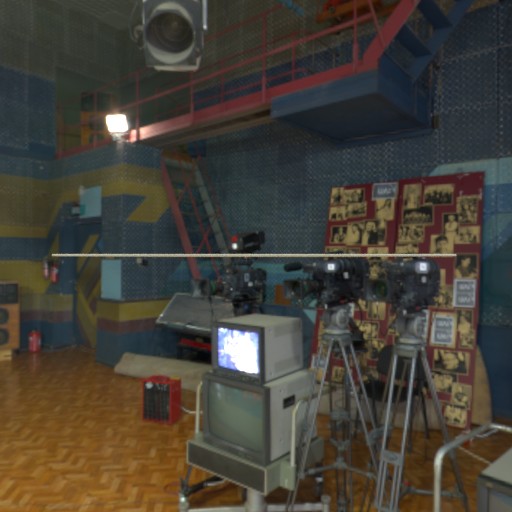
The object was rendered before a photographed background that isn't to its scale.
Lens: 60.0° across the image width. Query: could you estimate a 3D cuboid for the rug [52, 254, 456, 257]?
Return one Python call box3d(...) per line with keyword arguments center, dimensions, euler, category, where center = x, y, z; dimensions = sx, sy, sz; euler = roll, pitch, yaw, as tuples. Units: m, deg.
box3d(center=(0.000, 0.000, 2.121), dimensions=(1.143, 0.006, 1.747), euler=(0, 0, 0), category="rug")
